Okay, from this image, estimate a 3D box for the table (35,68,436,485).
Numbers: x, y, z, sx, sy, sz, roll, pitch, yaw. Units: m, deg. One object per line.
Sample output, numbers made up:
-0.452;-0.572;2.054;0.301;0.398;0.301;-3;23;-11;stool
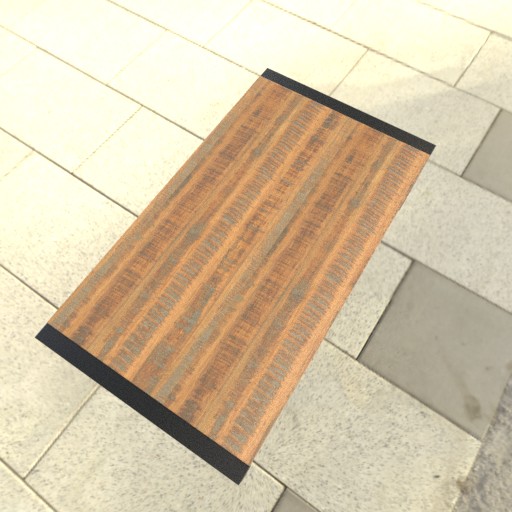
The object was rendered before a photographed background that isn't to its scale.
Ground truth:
0.000;0.000;1.692;0.750;0.400;1.350;30;68;13;table
